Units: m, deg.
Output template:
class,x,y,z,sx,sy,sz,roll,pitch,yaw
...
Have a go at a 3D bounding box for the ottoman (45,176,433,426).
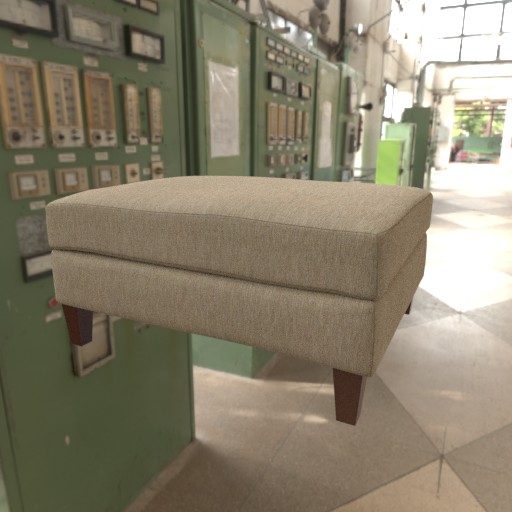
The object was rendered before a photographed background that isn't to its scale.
class,x,y,z,sx,sy,sz,roll,pitch,yaw
ottoman,0.000,0.000,1.446,0.976,0.492,0.836,8,17,26
